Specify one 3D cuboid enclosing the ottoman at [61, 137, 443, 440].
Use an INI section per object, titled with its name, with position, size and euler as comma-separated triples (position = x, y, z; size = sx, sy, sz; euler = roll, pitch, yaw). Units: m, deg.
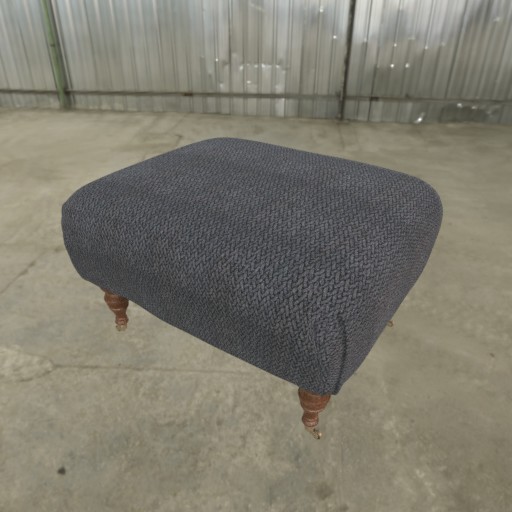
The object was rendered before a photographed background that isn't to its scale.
[ottoman]
position = 0.000, 0.000, 1.112
size = 0.747, 0.450, 0.622
euler = 19, 36, 29
